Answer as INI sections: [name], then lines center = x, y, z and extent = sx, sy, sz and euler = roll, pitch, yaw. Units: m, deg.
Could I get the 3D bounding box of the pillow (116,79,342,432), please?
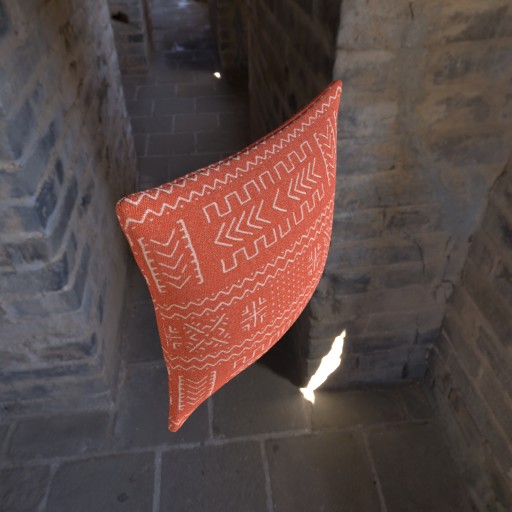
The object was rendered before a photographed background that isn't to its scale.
[pillow]
center = 0.000, 0.000, 0.683
extent = 0.164, 0.429, 0.438
euler = 26, 47, 27
